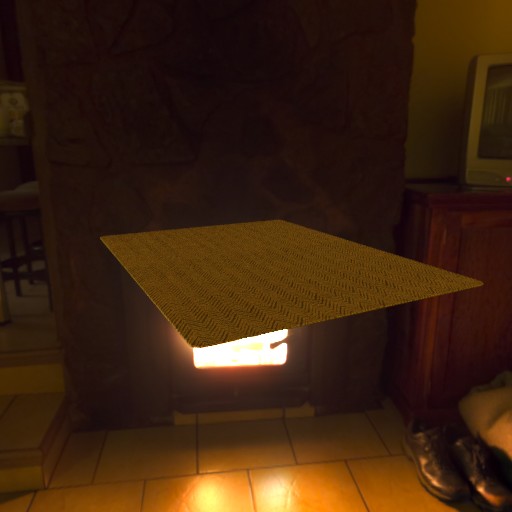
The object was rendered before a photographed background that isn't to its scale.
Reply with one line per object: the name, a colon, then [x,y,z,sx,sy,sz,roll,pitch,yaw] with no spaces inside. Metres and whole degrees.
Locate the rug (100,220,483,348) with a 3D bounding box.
rug: [0.000,0.000,4.318,2.439,0.014,3.207,-8,17,-27]
